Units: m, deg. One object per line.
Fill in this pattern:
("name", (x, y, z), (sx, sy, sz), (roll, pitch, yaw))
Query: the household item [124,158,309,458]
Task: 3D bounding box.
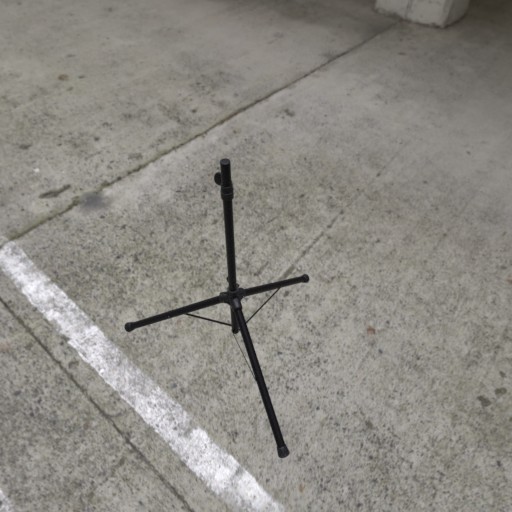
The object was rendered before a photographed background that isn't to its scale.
("household item", (0.000, 0.000, 1.900), (1.045, 1.136, 0.907), (32, 55, 26))
